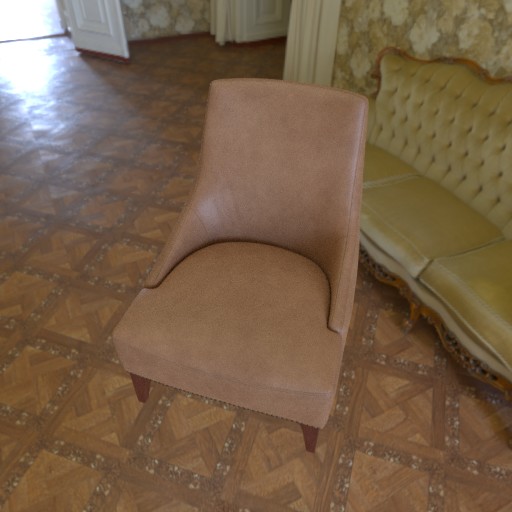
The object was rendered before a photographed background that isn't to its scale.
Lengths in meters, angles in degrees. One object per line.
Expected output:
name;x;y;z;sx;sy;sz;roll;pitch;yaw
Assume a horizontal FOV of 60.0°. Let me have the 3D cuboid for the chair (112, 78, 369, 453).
chair;0.000;0.000;1.517;0.701;0.909;0.861;11;42;13
